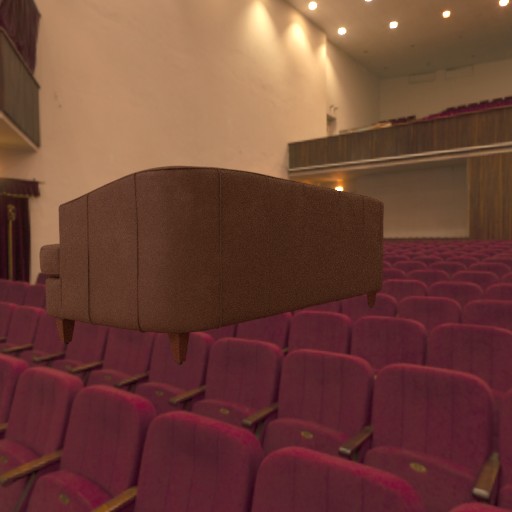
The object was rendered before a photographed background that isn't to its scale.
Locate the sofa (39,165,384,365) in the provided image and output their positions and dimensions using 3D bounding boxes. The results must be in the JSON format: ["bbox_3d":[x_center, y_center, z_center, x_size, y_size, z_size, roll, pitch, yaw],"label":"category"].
[{"bbox_3d":[0.000,0.000,2.681,0.927,0.787,2.227,1,2,37],"label":"sofa"}]
